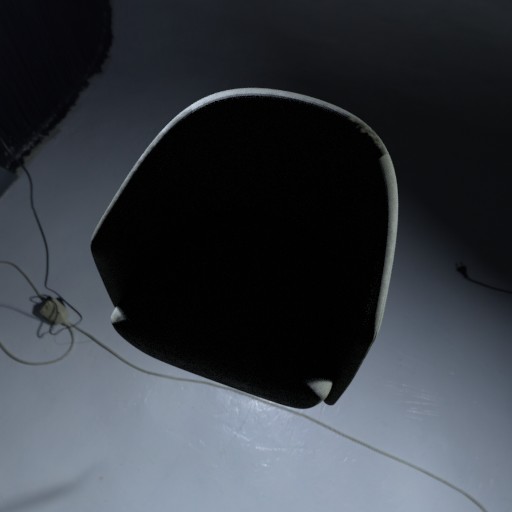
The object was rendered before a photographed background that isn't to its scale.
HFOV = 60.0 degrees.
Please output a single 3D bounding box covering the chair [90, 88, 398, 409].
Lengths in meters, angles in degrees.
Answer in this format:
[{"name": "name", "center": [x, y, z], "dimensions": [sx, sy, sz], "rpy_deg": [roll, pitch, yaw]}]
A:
[{"name": "chair", "center": [0.000, 0.000, 1.401], "dimensions": [0.773, 0.698, 0.767], "rpy_deg": [17, 60, 10]}]
